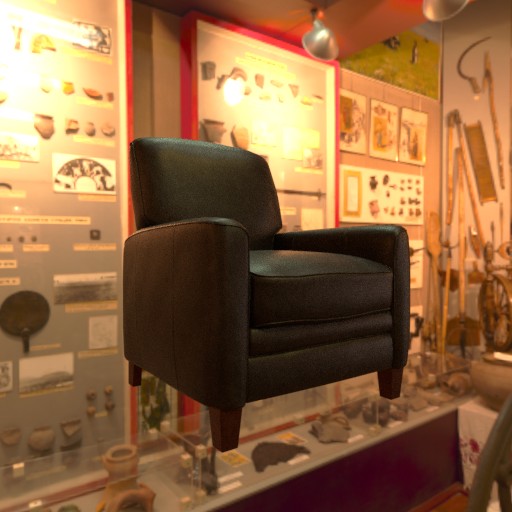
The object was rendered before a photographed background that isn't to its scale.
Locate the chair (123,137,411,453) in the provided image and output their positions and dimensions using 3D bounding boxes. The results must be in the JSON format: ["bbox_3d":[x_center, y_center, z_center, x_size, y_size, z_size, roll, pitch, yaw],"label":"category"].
[{"bbox_3d":[0.000,0.000,1.671,0.848,1.014,0.864,-1,2,-35],"label":"chair"}]
